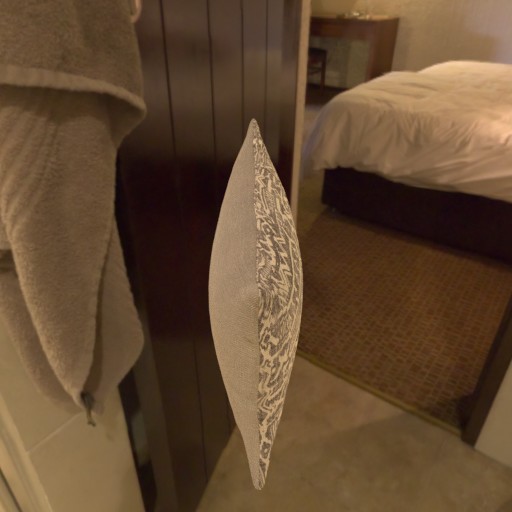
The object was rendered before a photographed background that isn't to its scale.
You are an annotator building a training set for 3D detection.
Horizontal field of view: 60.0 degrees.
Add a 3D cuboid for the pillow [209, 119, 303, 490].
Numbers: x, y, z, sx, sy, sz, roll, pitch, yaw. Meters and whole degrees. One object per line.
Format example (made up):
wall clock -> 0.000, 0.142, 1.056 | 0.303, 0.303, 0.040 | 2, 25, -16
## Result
pillow -> 0.000, 0.000, 0.736 | 0.148, 0.290, 0.631 | 0, 32, -1
